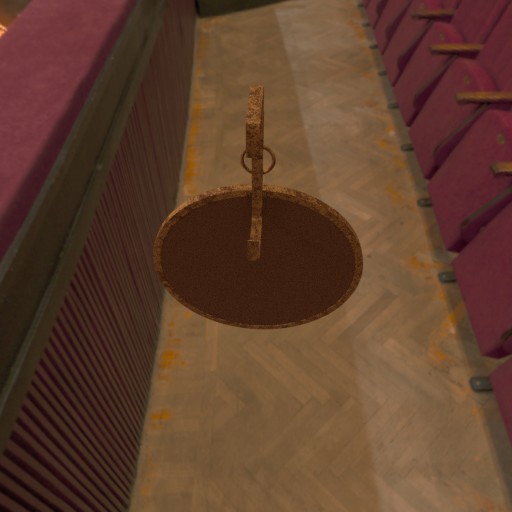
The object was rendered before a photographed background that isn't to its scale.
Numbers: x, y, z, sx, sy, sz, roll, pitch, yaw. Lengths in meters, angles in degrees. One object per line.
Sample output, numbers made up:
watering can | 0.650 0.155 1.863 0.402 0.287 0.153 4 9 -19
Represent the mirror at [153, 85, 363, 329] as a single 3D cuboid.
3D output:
mirror | 0.000 0.000 0.849 0.447 0.651 0.144 2 47 2
